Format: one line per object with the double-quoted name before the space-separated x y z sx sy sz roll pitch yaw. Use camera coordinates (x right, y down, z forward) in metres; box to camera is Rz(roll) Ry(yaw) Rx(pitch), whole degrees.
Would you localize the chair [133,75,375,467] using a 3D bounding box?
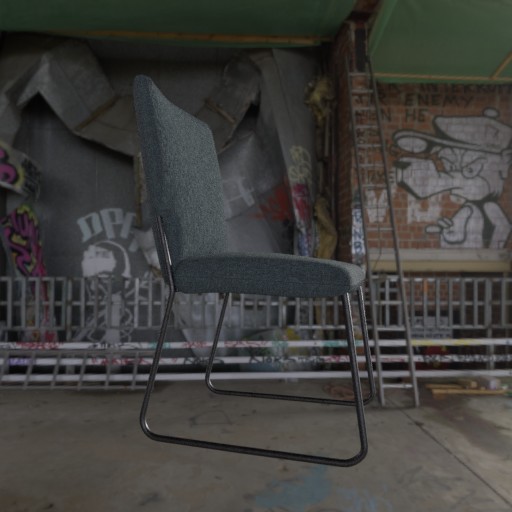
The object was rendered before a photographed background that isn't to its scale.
"chair" 0.000 0.000 1.257 0.635 0.931 0.480 0 -1 17
